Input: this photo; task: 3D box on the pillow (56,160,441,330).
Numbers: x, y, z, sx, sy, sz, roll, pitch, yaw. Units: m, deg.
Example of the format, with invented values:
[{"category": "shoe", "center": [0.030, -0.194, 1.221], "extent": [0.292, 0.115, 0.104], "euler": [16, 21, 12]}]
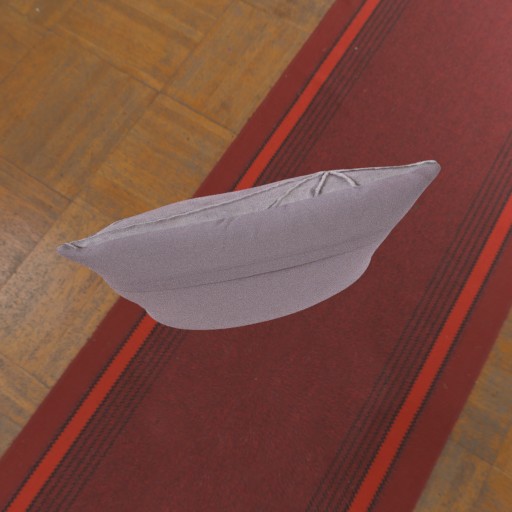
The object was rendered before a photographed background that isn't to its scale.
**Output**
[{"category": "pillow", "center": [0.000, 0.000, 0.687], "extent": [0.439, 0.440, 0.185], "euler": [-12, 75, -3]}]
